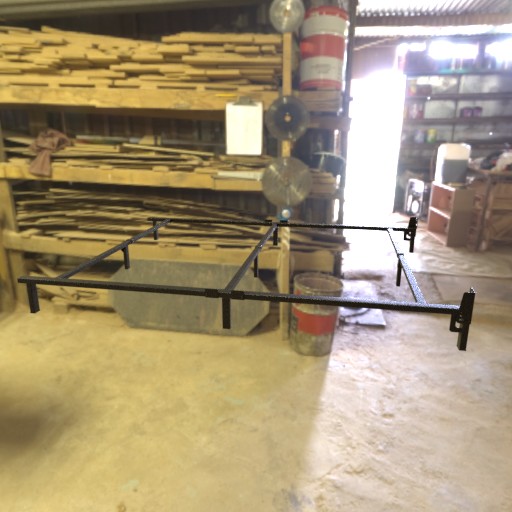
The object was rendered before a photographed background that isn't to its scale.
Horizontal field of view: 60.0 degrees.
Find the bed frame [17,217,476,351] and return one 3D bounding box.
[{"bbox_3d":[0.000,0.000,2.604,1.990,0.248,1.498,3,17,11],"label":"bed frame"}]
